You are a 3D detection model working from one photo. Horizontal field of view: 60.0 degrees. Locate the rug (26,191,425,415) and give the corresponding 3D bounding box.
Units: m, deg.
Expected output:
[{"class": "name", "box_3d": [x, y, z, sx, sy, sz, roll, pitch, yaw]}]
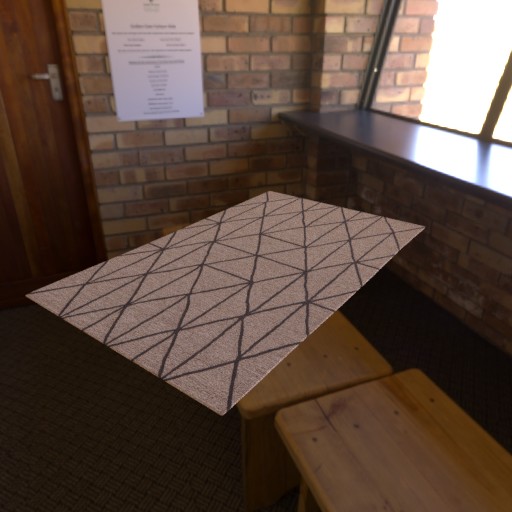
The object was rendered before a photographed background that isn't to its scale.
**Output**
[{"class": "rug", "box_3d": [0.000, 0.000, 3.064, 1.526, 0.008, 2.465, 18, 32, 33]}]
